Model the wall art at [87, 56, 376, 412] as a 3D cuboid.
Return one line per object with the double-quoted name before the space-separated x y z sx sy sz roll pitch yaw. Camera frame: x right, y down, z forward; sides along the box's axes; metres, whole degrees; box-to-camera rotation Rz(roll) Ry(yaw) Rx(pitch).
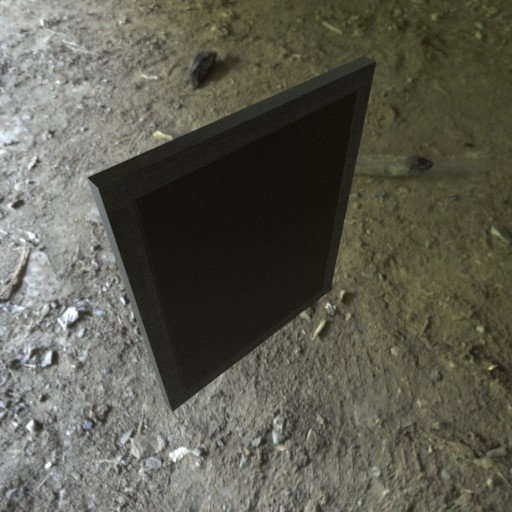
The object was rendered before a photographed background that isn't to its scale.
"wall art" 0.000 0.000 0.808 0.479 0.580 0.027 -33 55 -27
